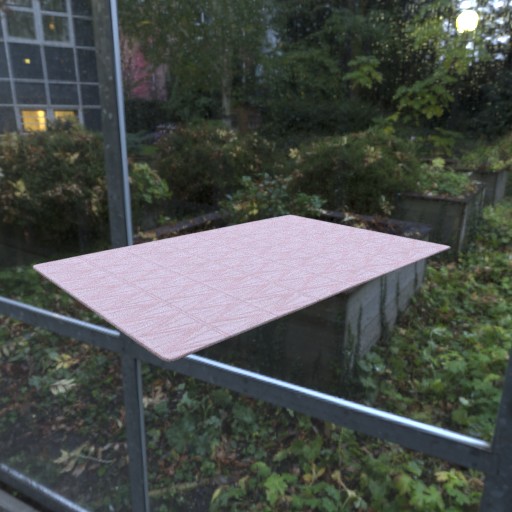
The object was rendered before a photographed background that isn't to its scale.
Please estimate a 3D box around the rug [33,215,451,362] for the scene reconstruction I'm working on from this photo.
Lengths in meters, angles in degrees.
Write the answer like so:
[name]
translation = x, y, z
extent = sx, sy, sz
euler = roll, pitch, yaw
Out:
[rug]
translation = 0.000, 0.000, 3.003
extent = 2.390, 0.015, 1.609
euler = -15, 22, -41
